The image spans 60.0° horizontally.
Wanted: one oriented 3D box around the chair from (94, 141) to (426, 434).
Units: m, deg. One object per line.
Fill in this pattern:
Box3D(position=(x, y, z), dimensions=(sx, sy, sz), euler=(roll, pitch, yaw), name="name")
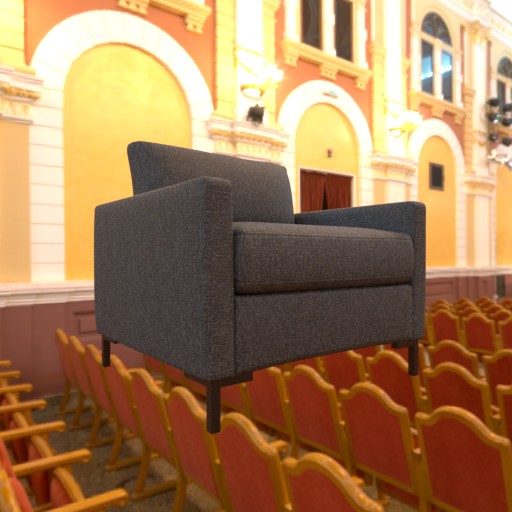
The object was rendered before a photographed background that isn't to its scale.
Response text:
Box3D(position=(0.000, 0.000, 1.657), dimensions=(0.963, 0.861, 0.866), euler=(0, 0, -37), name="chair")
